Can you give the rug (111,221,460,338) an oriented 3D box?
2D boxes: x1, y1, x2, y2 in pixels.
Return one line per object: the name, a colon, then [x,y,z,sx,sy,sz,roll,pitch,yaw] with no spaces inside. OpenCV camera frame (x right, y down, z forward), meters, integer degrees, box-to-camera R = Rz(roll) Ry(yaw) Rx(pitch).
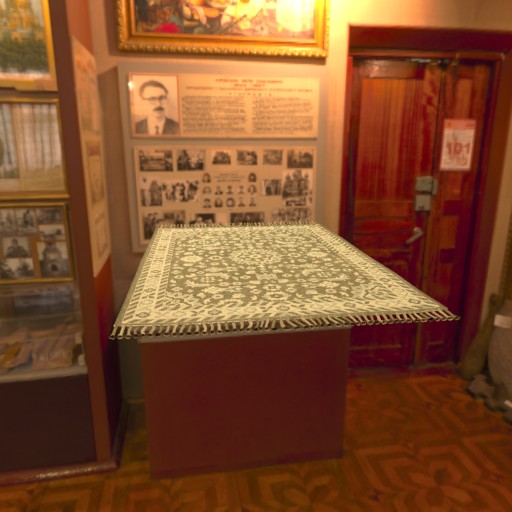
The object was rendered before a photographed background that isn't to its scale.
rug: [0.000,0.000,3.037,1.530,0.025,2.431,-2,15,-7]
